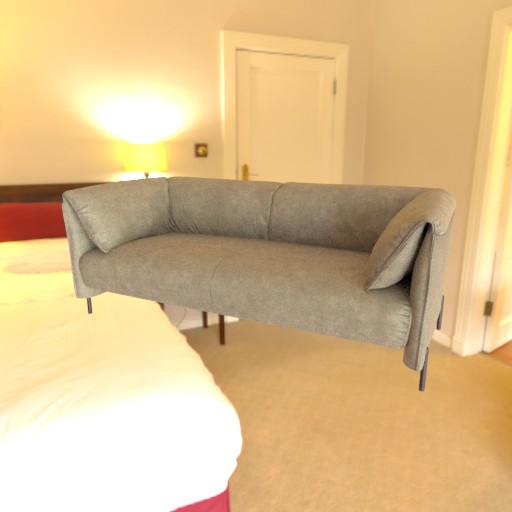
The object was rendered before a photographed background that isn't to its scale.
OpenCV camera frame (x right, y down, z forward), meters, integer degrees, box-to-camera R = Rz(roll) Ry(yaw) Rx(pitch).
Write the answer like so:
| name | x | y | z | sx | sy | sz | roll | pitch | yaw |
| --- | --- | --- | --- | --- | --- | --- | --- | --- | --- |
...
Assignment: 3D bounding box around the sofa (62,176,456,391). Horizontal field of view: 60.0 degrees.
| name | x | y | z | sx | sy | sz | roll | pitch | yaw |
| --- | --- | --- | --- | --- | --- | --- | --- | --- | --- |
| sofa | 0.000 | 0.000 | 2.363 | 1.878 | 0.747 | 0.905 | 7 | 16 | 26 |
